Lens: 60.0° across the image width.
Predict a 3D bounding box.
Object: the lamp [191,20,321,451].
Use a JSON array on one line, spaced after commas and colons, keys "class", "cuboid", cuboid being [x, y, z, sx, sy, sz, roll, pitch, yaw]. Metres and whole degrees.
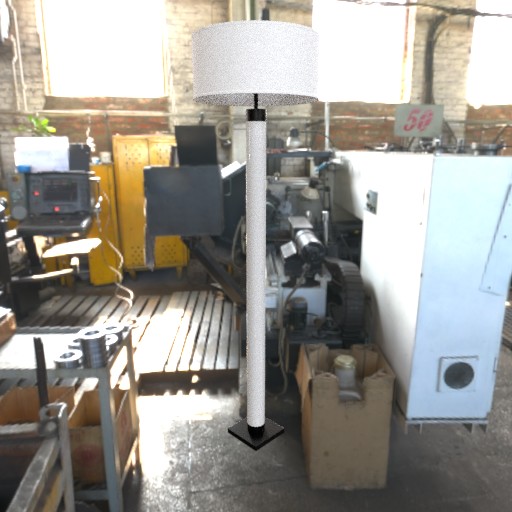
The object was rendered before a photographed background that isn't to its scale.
[{"class": "lamp", "cuboid": [0.000, 0.000, 1.615, 0.420, 1.475, 0.420, -13, 19, -43]}]
